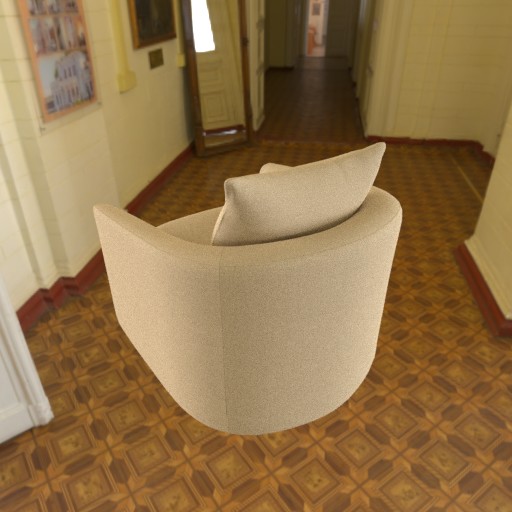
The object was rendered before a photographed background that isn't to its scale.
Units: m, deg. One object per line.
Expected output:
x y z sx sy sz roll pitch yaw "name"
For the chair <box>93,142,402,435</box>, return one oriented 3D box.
0.000 0.000 1.582 0.845 0.848 0.910 -20 36 -31 "chair"
